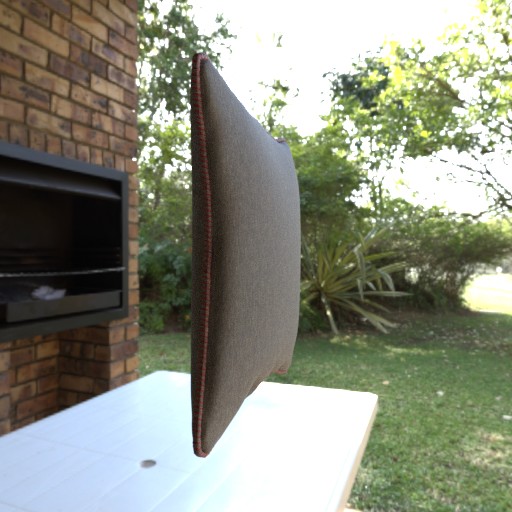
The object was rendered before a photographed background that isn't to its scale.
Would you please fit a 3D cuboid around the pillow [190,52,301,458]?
[{"bbox_3d":[0.000,0.000,0.743,0.124,0.491,0.482,0,0,17],"label":"pillow"}]
